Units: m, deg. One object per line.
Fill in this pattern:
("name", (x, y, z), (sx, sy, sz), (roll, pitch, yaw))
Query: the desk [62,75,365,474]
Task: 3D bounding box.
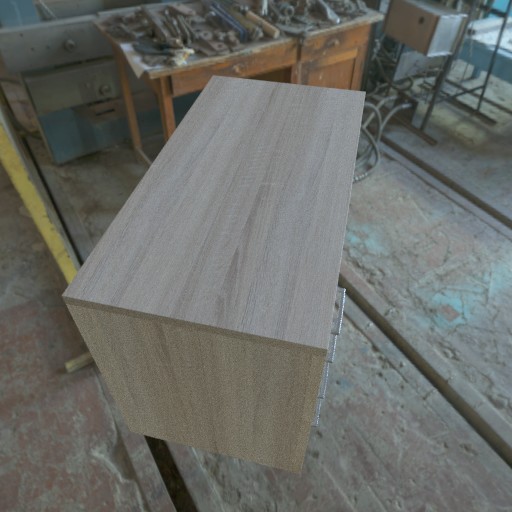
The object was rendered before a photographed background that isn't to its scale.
("desk", (0.000, 0.000, 1.541), (0.600, 0.731, 1.100), (10, 47, 9))
